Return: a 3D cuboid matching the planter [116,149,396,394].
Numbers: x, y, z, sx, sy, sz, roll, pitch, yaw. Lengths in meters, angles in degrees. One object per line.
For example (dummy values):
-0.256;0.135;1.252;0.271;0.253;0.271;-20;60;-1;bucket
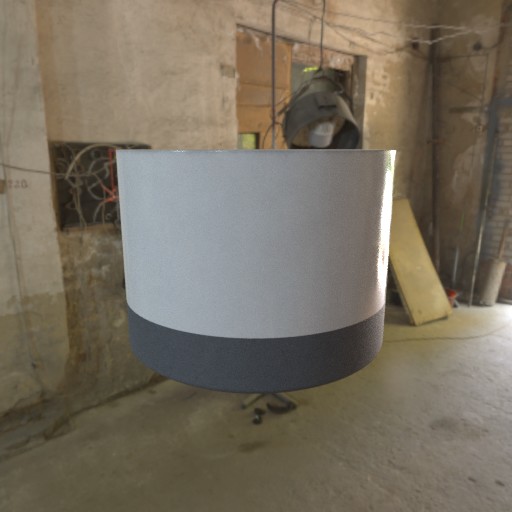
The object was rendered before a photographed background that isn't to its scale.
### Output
0.000;0.000;0.224;0.128;0.105;0.128;0;14;0;planter
